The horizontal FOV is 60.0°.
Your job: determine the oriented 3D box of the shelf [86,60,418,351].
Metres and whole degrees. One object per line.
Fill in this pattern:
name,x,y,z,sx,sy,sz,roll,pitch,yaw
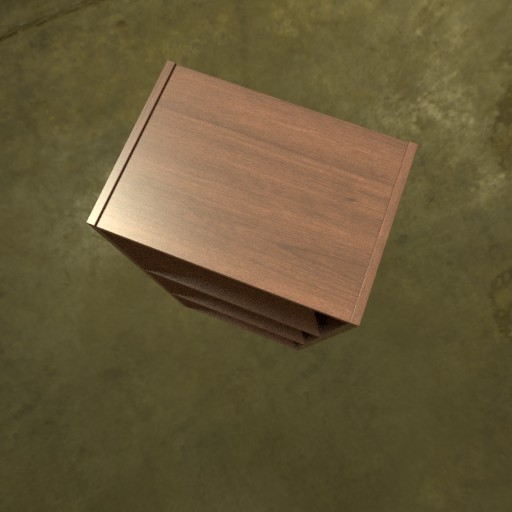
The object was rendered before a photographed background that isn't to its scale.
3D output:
shelf,0.000,0.000,1.076,0.414,0.879,0.290,20,77,5
